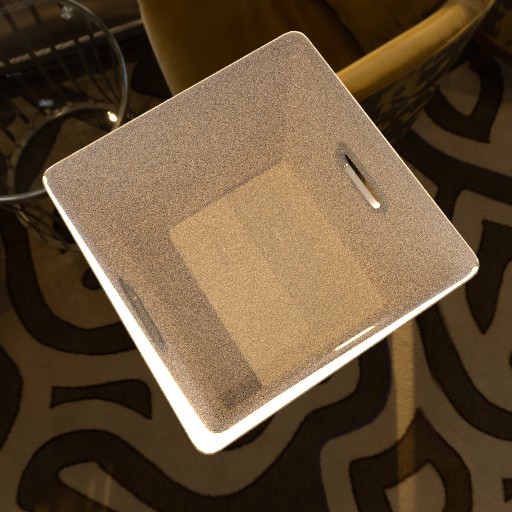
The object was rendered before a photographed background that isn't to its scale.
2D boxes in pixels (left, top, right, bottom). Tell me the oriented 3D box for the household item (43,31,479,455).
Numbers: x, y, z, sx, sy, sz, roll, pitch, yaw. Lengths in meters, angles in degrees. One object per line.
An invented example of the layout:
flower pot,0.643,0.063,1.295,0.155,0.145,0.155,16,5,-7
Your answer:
household item,0.000,0.000,0.558,0.305,0.305,0.305,-32,79,-7
